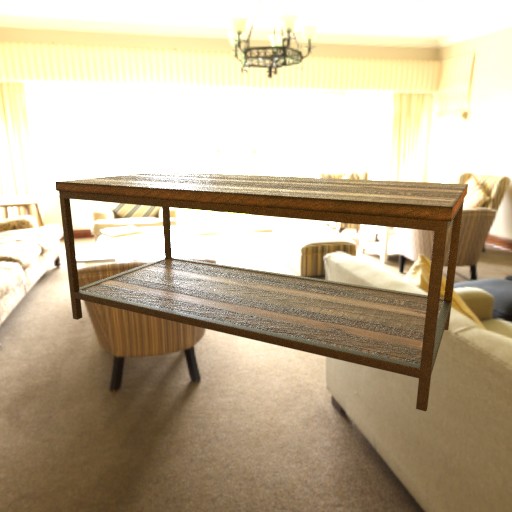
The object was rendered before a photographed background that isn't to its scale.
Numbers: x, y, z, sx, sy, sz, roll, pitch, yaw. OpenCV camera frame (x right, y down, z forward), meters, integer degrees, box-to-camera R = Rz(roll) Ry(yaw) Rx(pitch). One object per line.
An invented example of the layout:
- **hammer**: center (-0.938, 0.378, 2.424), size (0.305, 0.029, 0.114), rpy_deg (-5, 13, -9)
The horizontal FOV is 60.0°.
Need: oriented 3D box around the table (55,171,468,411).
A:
- **table**: center (0.000, 0.000, 1.216), size (0.990, 0.399, 0.452), rpy_deg (8, 17, 27)
